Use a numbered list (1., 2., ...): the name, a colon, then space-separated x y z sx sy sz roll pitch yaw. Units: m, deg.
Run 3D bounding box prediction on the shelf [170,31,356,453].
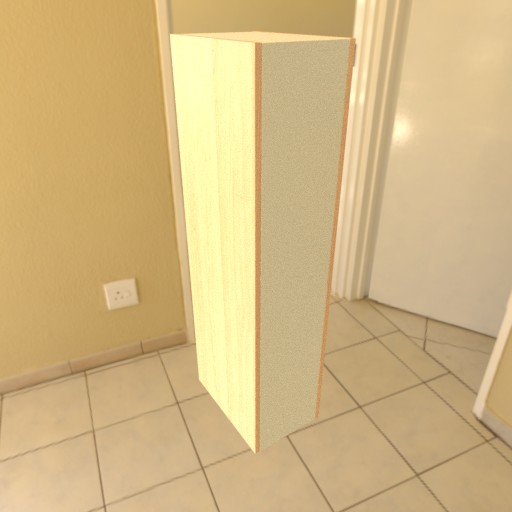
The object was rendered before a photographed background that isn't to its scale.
1. shelf: 0.000 0.000 0.990 0.197 0.882 0.290 -18 34 -29
